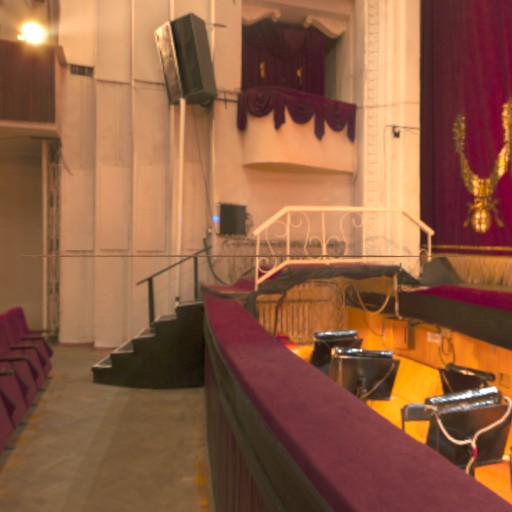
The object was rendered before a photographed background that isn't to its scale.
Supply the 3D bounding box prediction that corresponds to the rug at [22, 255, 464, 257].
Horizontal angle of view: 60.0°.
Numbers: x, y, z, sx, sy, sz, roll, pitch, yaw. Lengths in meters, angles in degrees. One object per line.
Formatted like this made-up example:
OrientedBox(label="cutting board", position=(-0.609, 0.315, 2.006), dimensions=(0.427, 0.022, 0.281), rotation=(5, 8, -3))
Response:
OrientedBox(label="rug", position=(0.000, 0.000, 2.647), dimensions=(2.390, 0.014, 0.741), rotation=(0, 0, -17))
